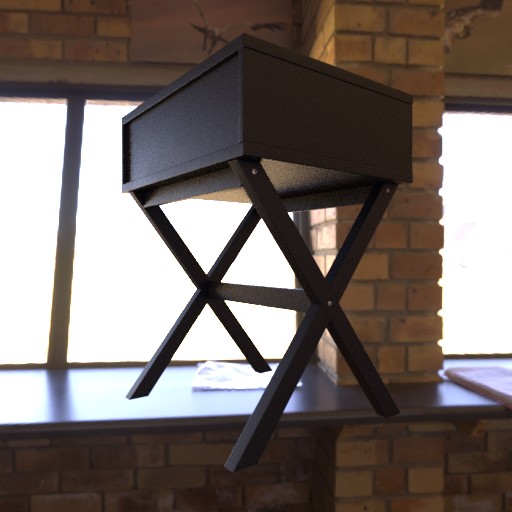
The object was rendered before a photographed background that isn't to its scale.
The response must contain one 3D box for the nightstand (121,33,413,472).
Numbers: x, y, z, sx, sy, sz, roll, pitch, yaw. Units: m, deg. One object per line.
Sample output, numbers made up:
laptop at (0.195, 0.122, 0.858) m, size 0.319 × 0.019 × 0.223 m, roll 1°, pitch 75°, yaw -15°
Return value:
nightstand at (0.000, 0.000, 0.928) m, size 0.402 × 0.623 × 0.479 m, roll 0°, pitch 0°, yaw -37°
